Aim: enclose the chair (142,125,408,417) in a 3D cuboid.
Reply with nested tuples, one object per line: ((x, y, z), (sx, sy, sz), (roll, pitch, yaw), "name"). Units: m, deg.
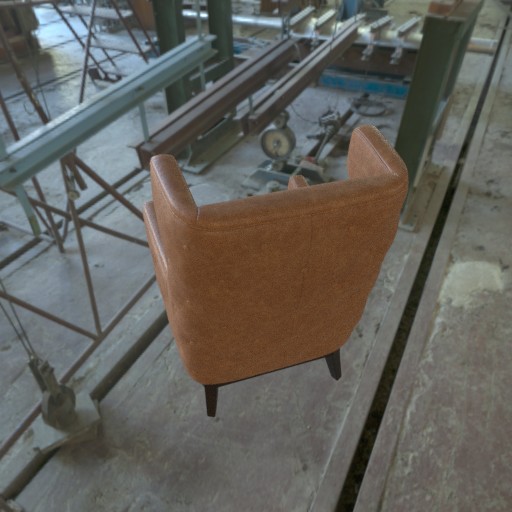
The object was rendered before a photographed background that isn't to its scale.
((0.000, 0.000, 1.712), (0.766, 1.079, 0.899), (-12, 41, -14), "chair")
